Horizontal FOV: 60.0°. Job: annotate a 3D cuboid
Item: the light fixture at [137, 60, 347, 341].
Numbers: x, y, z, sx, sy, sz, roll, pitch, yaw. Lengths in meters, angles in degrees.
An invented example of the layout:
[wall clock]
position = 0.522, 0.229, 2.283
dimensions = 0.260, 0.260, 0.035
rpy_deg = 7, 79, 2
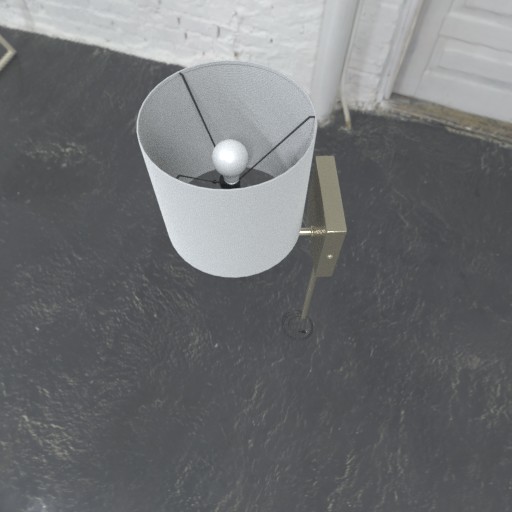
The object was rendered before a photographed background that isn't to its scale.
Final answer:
[light fixture]
position = 0.000, 0.000, 0.720
dimensions = 0.248, 0.589, 0.188
rpy_deg = -2, 61, -1
